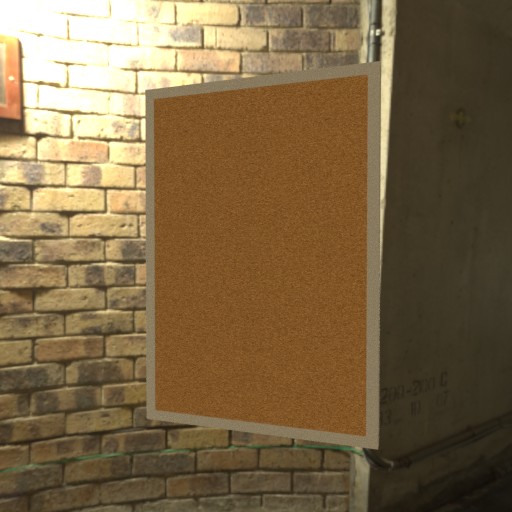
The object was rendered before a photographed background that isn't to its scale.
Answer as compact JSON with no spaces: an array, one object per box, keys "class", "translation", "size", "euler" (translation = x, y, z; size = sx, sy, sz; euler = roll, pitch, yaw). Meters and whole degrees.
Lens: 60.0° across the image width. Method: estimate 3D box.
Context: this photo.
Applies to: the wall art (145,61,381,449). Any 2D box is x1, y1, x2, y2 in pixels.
[{"class":"wall art","translation":[0.000,0.000,0.836],"size":[0.450,0.657,0.038],"euler":[0,1,18]}]
